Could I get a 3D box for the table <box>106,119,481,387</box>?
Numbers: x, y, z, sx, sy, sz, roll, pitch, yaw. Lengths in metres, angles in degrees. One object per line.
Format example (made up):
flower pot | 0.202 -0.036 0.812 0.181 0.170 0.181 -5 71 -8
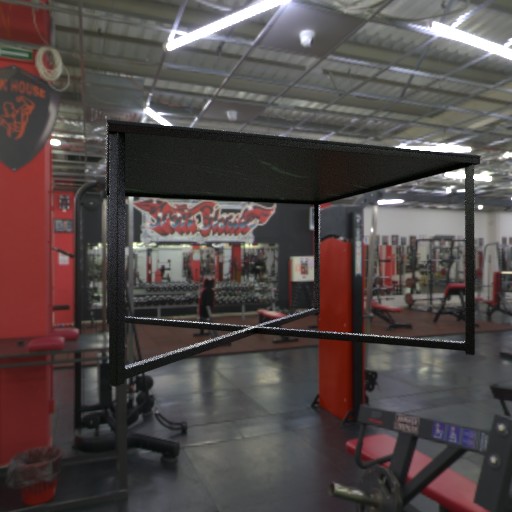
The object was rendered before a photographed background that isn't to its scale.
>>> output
table | 0.000 0.000 1.247 0.800 0.450 0.800 0 0 -19
